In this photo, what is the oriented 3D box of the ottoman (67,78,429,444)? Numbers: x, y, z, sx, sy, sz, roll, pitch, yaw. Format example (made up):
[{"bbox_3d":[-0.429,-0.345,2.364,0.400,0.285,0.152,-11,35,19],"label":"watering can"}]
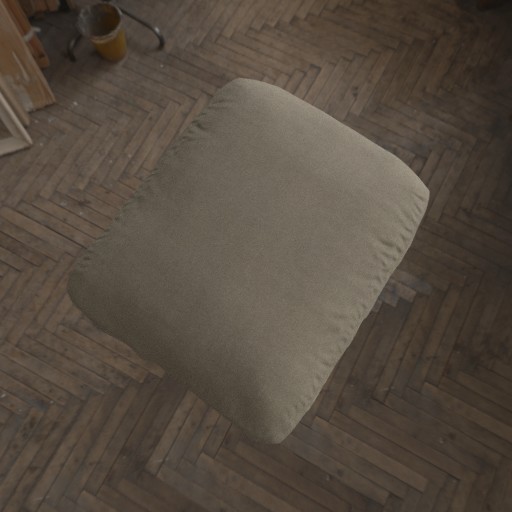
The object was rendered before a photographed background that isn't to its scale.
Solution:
[{"bbox_3d":[0.000,0.000,1.100,0.584,0.480,0.712,34,78,8],"label":"ottoman"}]
